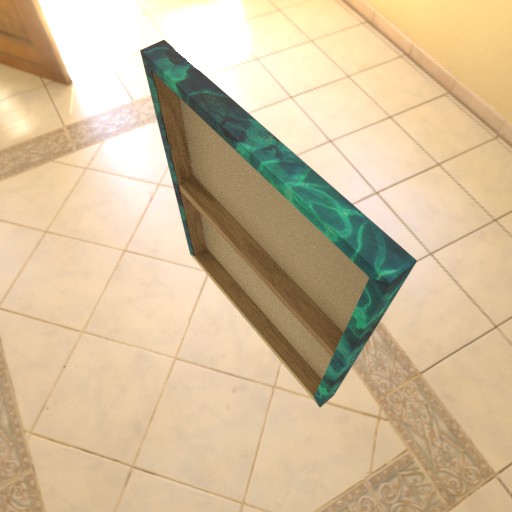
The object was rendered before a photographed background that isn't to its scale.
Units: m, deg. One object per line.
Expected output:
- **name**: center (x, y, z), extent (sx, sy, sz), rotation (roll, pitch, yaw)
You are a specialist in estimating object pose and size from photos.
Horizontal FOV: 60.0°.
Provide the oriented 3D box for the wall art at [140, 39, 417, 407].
- **wall art**: center (0.000, 0.000, 0.708), extent (0.038, 0.508, 0.432), rotation (-34, 65, -19)
